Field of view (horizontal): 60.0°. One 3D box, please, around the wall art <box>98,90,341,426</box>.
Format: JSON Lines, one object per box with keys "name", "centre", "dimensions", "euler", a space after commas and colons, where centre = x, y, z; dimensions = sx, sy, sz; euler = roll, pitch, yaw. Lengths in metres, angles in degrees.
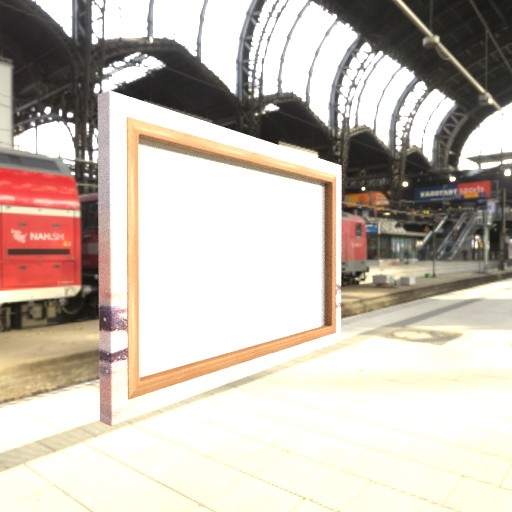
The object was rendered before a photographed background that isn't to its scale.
{"name": "wall art", "centre": [0.000, 0.000, 1.173], "dimensions": [0.038, 0.609, 0.913], "euler": [1, 1, 38]}
